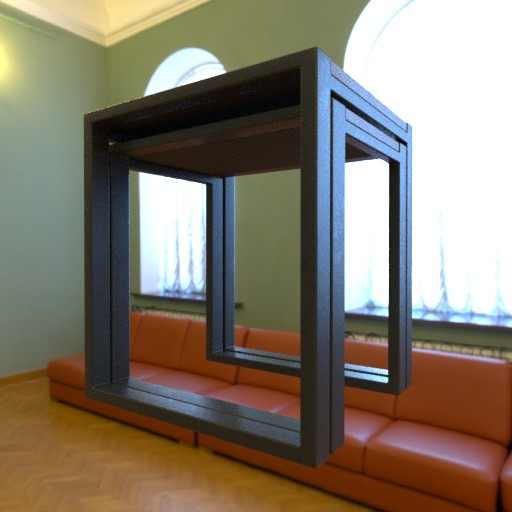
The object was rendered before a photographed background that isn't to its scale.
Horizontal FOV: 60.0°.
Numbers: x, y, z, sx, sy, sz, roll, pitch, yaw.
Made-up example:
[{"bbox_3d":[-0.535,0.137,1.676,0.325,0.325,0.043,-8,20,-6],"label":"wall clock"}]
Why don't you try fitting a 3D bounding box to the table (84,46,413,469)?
[{"bbox_3d":[0.000,0.000,0.899,0.500,0.550,0.449,0,1,35],"label":"table"}]
